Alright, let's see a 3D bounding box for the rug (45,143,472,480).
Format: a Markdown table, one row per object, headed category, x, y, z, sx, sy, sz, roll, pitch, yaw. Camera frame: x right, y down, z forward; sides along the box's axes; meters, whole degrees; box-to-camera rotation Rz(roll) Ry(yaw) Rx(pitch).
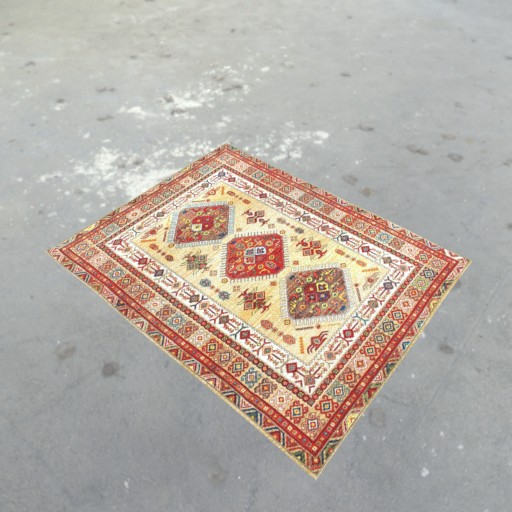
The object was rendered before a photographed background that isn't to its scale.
| category | x | y | z | sx | sy | sz | roll | pitch | yaw |
| --- | --- | --- | --- | --- | --- | --- | --- | --- | --- |
| rug | 0.000 | 0.000 | 4.066 | 3.067 | 0.005 | 2.460 | 31 | 53 | 27 |
